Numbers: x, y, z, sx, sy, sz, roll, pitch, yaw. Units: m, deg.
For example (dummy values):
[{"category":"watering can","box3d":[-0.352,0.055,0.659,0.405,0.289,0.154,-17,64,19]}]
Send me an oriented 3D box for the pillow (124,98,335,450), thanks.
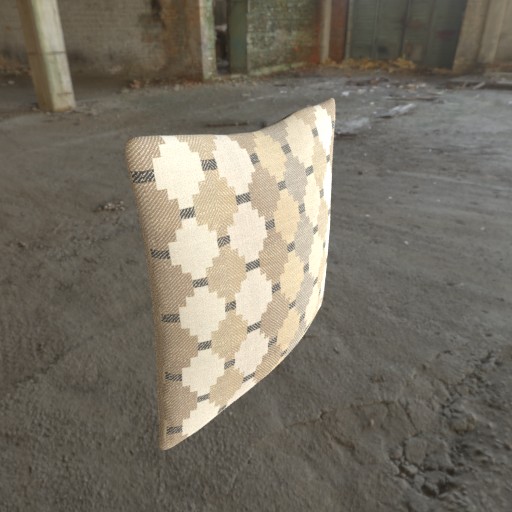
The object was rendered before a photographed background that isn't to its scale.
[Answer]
[{"category":"pillow","box3d":[0.000,0.000,0.872,0.192,0.558,0.578,18,33,31]}]
